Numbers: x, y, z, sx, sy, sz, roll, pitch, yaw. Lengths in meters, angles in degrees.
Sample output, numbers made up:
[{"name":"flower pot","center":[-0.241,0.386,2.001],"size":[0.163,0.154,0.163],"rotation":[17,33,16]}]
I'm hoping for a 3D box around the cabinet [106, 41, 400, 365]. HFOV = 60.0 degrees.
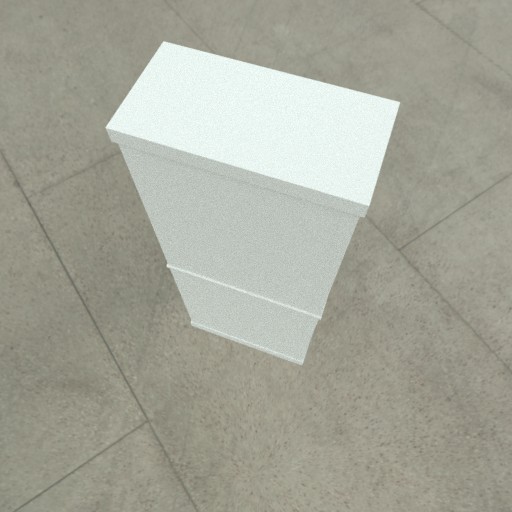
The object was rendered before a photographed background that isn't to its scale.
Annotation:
[{"name":"cabinet","center":[0.000,0.000,2.079],"size":[0.754,1.829,0.390],"rotation":[18,65,9]}]
